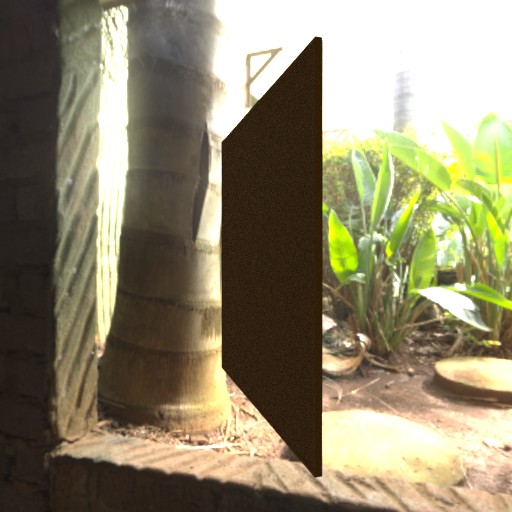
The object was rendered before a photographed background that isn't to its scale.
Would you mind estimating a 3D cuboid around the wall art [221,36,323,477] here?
[{"bbox_3d":[0.000,0.000,0.974,0.014,0.655,0.657,0,0,-17],"label":"wall art"}]
